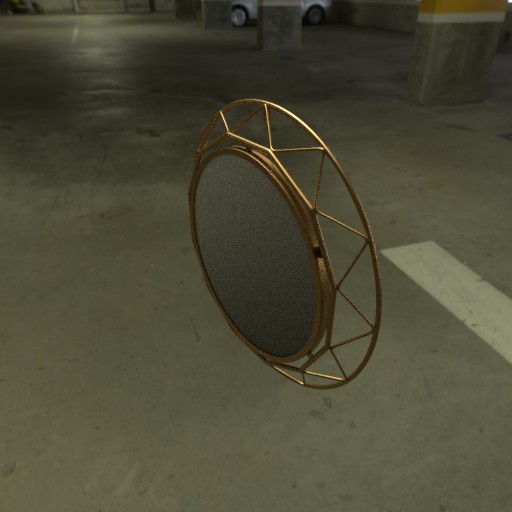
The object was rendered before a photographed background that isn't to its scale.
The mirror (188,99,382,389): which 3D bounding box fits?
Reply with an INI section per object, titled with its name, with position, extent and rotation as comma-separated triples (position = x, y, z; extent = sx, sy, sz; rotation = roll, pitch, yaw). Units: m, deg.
[mirror]
position = 0.000, 0.000, 0.682
extent = 0.043, 0.454, 0.454
rotation = -21, 37, -30
